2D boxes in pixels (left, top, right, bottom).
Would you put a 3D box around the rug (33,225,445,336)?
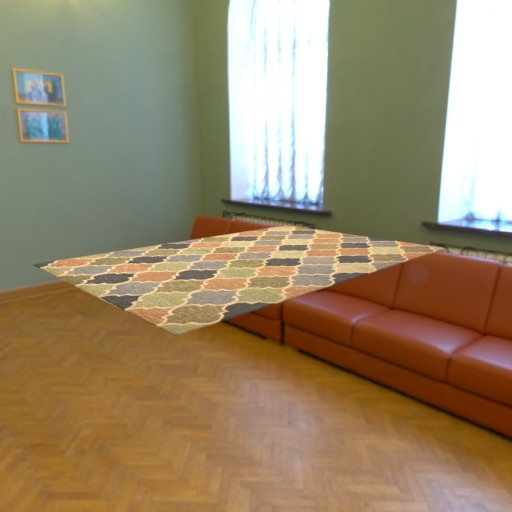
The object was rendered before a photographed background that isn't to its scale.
[{"bbox_3d":[0.000,0.000,2.340,1.828,0.006,1.216,-12,17,-43],"label":"rug"}]
